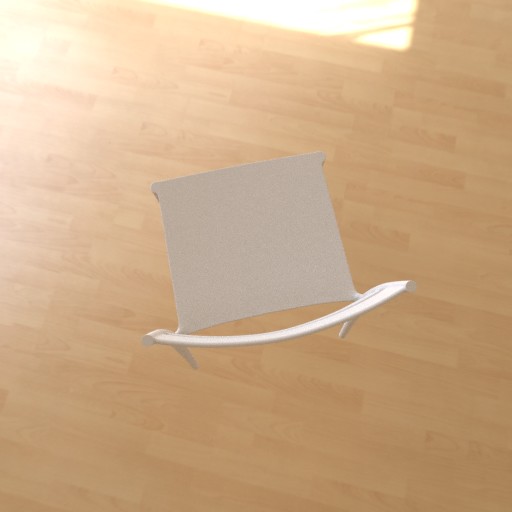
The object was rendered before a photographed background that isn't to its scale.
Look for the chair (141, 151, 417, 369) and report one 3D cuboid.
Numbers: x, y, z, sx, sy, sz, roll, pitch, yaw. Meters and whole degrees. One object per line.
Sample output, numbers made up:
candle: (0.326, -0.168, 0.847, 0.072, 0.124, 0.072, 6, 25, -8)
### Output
chair: (0.000, 0.000, 1.175, 0.531, 0.800, 0.511, -11, 75, -3)
